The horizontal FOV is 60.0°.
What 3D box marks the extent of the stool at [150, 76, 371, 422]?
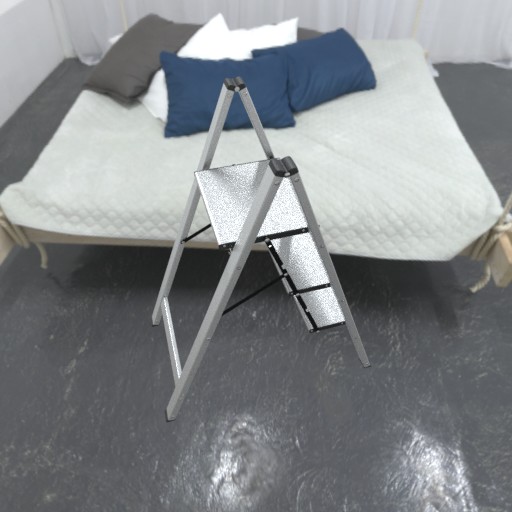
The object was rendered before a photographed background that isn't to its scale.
[{"bbox_3d":[0.000,0.000,1.328,0.730,0.902,0.441,-12,47,-11],"label":"stool"}]
